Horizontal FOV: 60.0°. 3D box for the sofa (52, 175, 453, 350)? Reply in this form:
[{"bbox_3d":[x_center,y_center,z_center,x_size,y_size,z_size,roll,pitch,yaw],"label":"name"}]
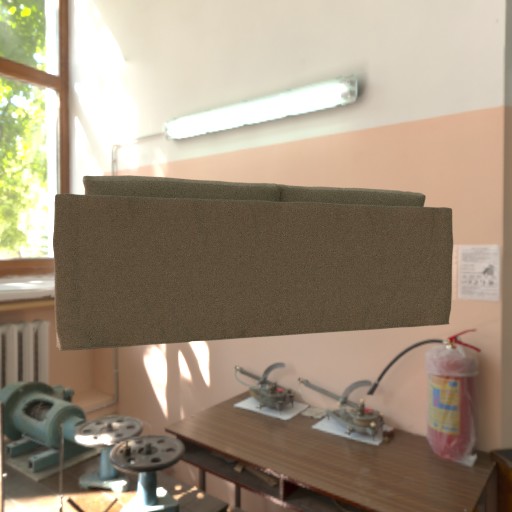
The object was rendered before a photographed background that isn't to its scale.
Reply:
[{"bbox_3d":[0.000,0.000,2.812,2.296,0.847,0.956,0,1,-19],"label":"sofa"}]
